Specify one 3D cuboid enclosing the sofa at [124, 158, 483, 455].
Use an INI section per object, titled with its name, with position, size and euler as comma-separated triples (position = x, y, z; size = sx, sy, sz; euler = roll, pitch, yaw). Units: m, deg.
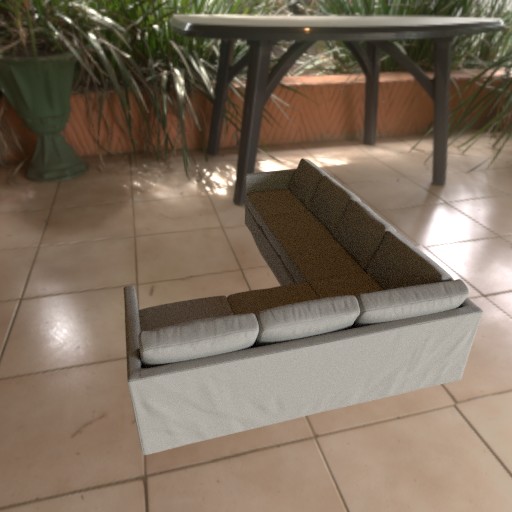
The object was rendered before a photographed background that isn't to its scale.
[sofa]
position = 0.000, 0.000, 4.236
size = 2.432, 0.871, 3.182
euler = -8, 31, -14
